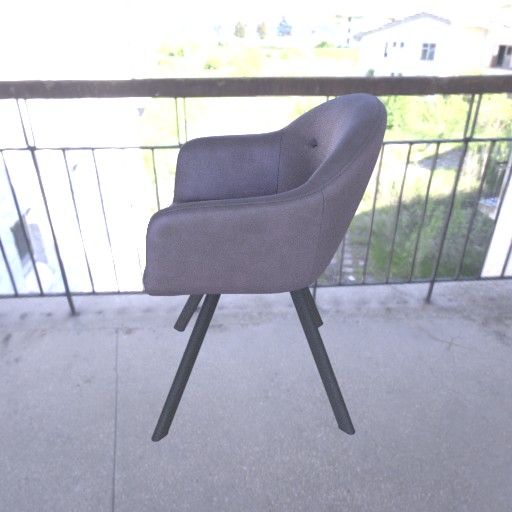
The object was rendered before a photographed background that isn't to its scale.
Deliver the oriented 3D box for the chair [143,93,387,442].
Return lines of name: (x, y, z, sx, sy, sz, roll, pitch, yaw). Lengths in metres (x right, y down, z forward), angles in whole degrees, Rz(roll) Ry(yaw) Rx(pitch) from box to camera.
chair: (0.000, 0.000, 1.143, 0.544, 0.781, 0.567, -1, 28, -2)
